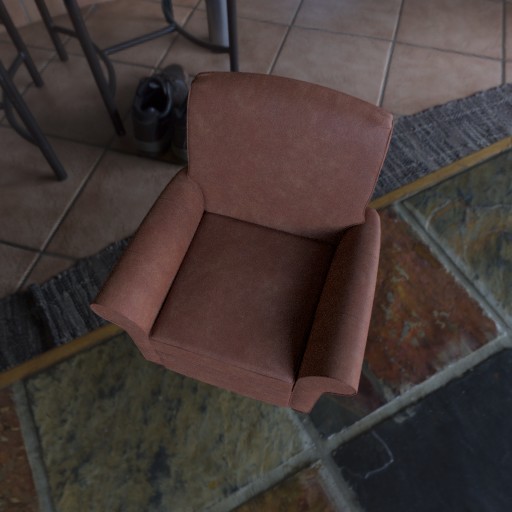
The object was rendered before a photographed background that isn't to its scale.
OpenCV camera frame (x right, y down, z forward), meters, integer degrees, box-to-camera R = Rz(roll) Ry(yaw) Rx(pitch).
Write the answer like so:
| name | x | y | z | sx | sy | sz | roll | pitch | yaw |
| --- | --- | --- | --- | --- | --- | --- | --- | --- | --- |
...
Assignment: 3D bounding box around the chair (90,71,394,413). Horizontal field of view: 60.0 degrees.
| name | x | y | z | sx | sy | sz | roll | pitch | yaw |
| --- | --- | --- | --- | --- | --- | --- | --- | --- | --- |
| chair | 0.000 | 0.000 | 1.793 | 0.978 | 1.061 | 0.902 | 16 | 60 | 9 |
